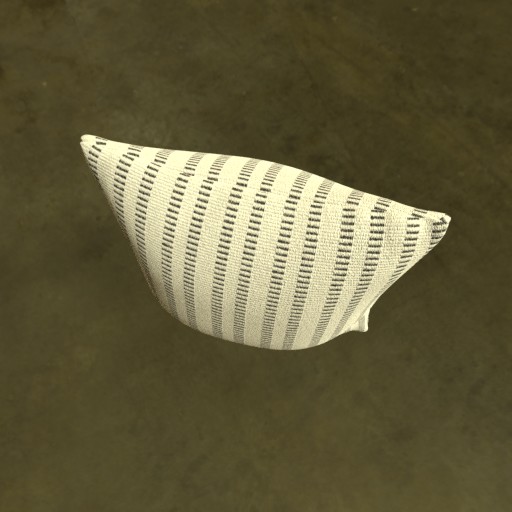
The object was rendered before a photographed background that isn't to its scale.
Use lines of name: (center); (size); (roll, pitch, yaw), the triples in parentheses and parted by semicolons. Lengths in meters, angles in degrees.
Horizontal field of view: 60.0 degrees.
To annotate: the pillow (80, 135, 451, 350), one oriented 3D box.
pillow: (0.000, 0.000, 0.683); (0.438, 0.419, 0.247); (13, 66, 6)
